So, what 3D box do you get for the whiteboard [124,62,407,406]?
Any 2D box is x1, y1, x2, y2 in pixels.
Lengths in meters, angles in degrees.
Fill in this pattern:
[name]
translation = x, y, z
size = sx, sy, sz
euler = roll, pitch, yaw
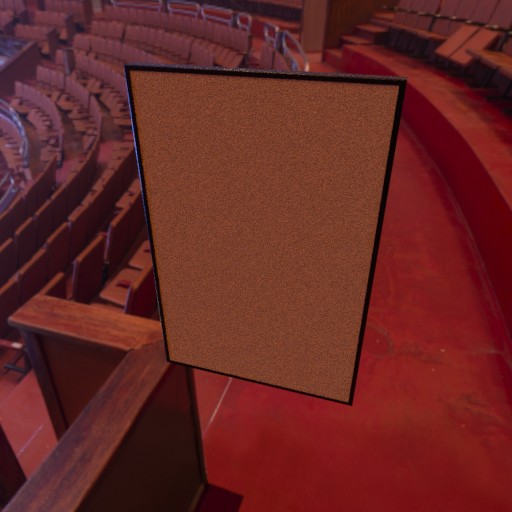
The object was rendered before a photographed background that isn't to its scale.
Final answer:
[whiteboard]
translation = 0.000, 0.000, 0.778
size = 0.406, 0.611, 0.026
euler = 9, 33, 15
